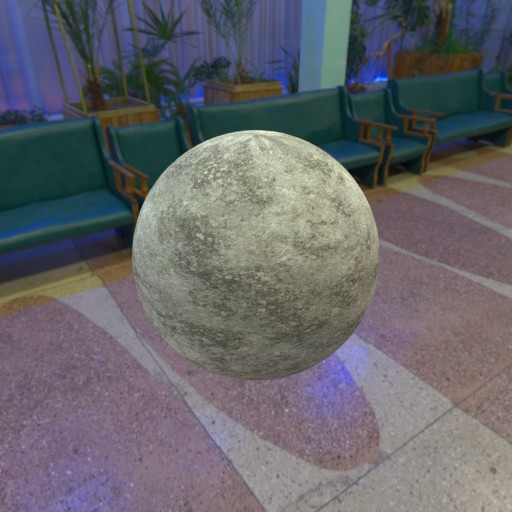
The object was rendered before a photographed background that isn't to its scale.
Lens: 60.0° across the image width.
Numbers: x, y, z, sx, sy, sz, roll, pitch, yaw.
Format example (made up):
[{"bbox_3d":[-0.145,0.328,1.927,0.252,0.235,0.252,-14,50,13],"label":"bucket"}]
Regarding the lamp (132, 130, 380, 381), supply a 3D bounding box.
[{"bbox_3d":[0.000,0.000,0.784,0.422,0.429,0.422,0,29,0],"label":"lamp"}]
